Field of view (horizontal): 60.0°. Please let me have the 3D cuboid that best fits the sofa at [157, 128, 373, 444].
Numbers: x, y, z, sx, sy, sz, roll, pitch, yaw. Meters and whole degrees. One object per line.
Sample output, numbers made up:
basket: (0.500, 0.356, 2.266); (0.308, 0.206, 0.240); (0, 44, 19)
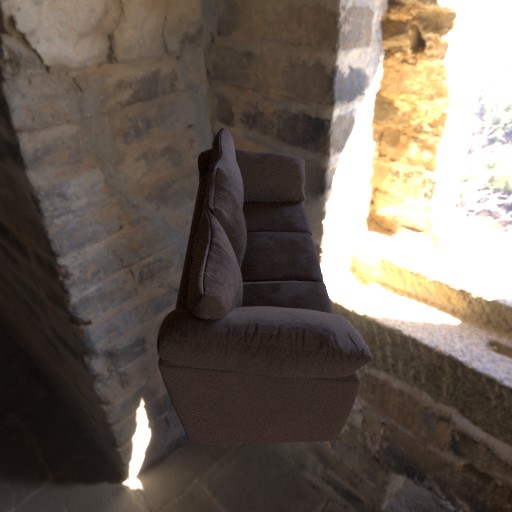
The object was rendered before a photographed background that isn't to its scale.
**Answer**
sofa: (0.000, 0.000, 2.860); (0.878, 1.015, 2.336); (-1, 33, -1)
